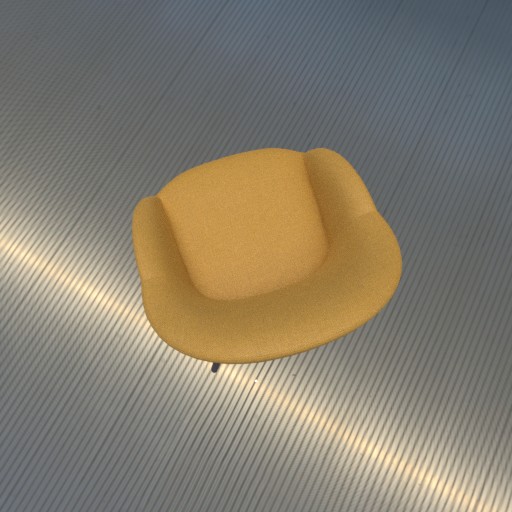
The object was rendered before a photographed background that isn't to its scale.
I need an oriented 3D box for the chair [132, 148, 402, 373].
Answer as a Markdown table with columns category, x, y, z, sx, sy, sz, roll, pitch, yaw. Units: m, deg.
| category | x | y | z | sx | sy | sz | roll | pitch | yaw |
| --- | --- | --- | --- | --- | --- | --- | --- | --- | --- |
| chair | 0.000 | 0.000 | 1.207 | 0.551 | 0.793 | 0.583 | -17 | 75 | -5 |
